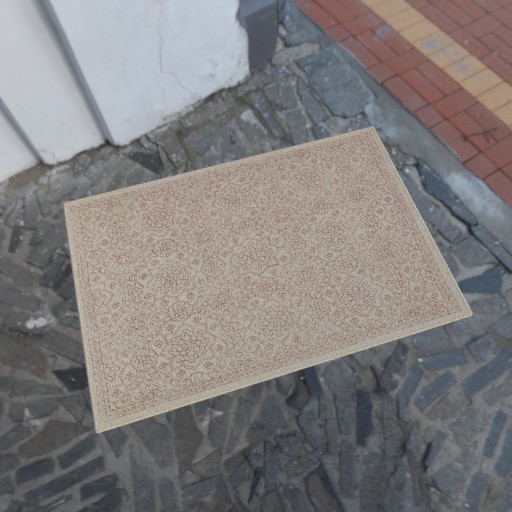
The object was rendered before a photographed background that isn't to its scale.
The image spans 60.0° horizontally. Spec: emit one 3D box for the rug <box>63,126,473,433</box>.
[{"bbox_3d":[0.000,0.000,2.278,1.829,0.010,1.219,-15,66,-7],"label":"rug"}]
